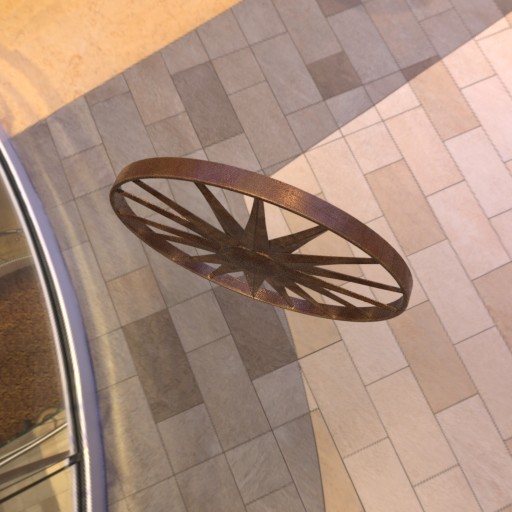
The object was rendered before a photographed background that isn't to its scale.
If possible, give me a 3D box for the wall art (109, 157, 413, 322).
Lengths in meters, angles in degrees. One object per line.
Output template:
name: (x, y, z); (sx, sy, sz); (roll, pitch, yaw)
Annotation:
wall art: (0.000, 0.000, 0.859); (0.582, 0.583, 0.084); (20, 77, 5)
